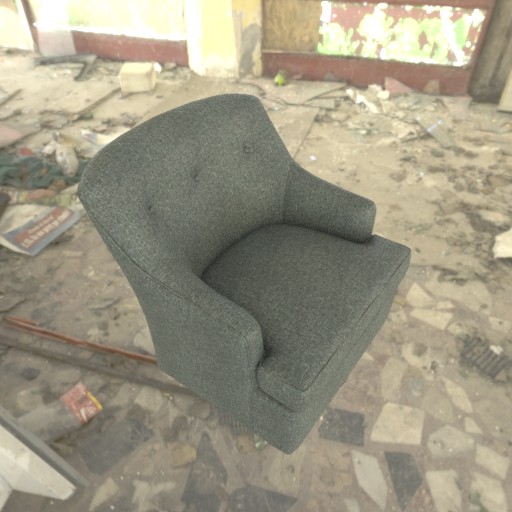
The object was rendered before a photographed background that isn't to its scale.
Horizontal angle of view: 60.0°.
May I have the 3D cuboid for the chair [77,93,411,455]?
[{"bbox_3d":[0.000,0.000,1.628,0.923,0.856,0.864,26,48,27],"label":"chair"}]
